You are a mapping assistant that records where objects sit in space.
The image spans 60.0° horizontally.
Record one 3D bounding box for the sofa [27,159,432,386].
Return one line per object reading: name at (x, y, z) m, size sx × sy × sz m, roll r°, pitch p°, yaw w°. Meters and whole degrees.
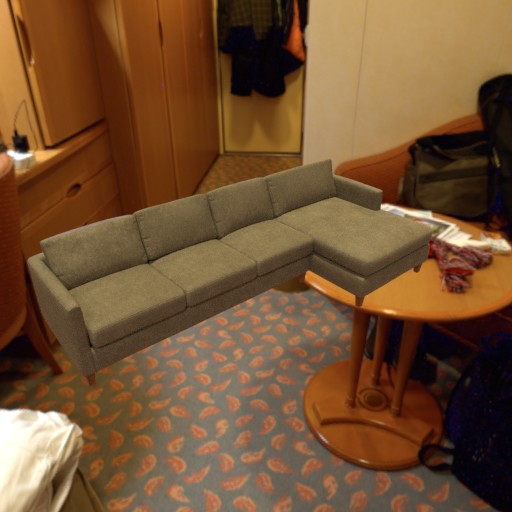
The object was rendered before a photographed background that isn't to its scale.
sofa at (0.000, 0.000, 4.079) m, size 3.471 × 0.950 × 1.604 m, roll -22°, pitch 36°, yaw -34°
